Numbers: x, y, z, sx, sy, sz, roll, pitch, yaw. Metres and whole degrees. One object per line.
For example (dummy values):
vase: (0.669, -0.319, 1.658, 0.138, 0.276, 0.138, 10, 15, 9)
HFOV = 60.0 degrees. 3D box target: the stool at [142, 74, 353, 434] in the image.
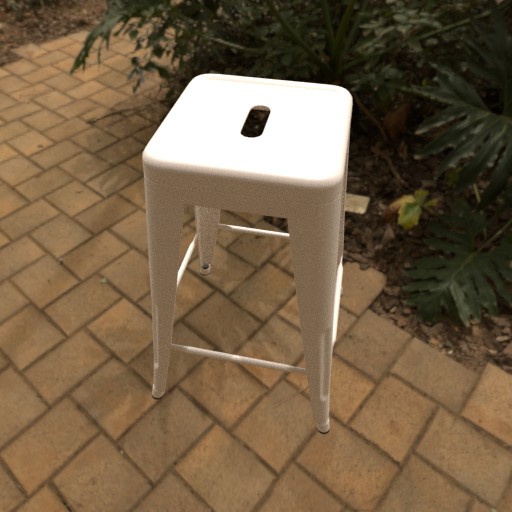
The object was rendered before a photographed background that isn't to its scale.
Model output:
stool: (0.000, 0.000, 0.892, 0.406, 0.610, 0.406, 9, 47, 8)
